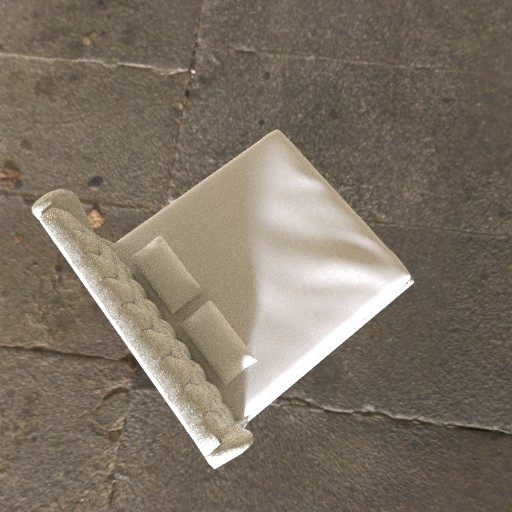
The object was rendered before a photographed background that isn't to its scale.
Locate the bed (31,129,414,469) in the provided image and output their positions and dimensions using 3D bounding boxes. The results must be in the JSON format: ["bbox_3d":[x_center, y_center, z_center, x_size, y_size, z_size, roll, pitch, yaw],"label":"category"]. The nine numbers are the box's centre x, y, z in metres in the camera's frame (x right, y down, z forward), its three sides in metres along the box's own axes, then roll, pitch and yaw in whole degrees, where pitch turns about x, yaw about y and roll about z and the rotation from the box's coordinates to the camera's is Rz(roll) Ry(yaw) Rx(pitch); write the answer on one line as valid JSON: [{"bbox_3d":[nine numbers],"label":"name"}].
[{"bbox_3d":[0.000,0.000,3.875,2.347,1.771,2.219,-37,78,-10],"label":"bed"}]
